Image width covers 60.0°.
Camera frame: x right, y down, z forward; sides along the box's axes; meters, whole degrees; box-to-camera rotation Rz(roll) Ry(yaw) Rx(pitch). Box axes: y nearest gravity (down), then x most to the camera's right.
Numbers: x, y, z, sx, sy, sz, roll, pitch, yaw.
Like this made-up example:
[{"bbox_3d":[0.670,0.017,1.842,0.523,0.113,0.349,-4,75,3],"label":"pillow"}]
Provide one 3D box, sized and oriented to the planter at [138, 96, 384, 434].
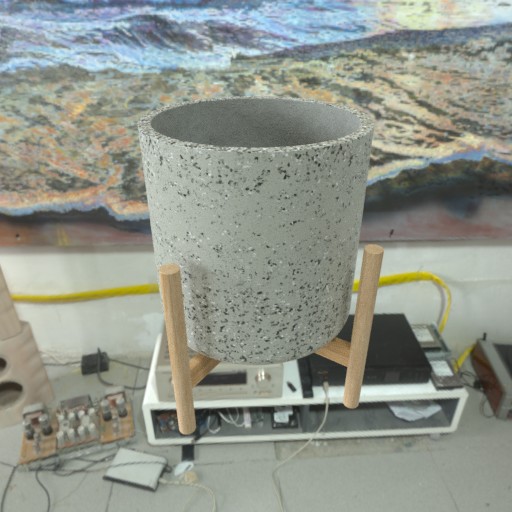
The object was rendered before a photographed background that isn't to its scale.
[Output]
[{"bbox_3d":[0.000,0.000,0.686,0.360,0.419,0.360,-18,35,-28],"label":"planter"}]
